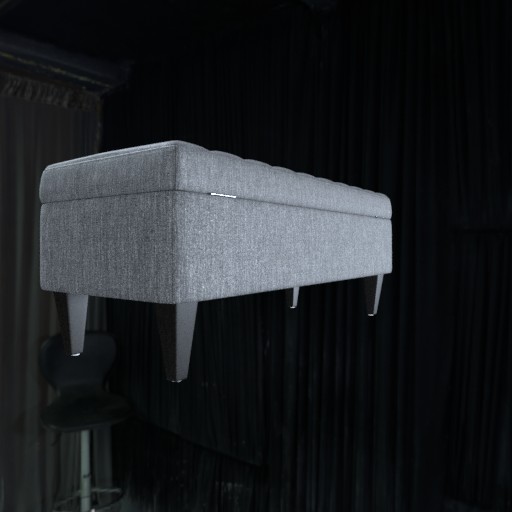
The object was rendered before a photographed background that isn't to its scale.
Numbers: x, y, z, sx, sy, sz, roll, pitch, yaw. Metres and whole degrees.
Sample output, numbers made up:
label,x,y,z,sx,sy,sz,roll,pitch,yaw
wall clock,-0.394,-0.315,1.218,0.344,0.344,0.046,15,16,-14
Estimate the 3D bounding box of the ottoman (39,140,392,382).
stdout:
label,x,y,z,sx,sy,sz,roll,pitch,yaw
ottoman,0.000,0.000,1.390,0.482,0.469,1.151,1,2,36
